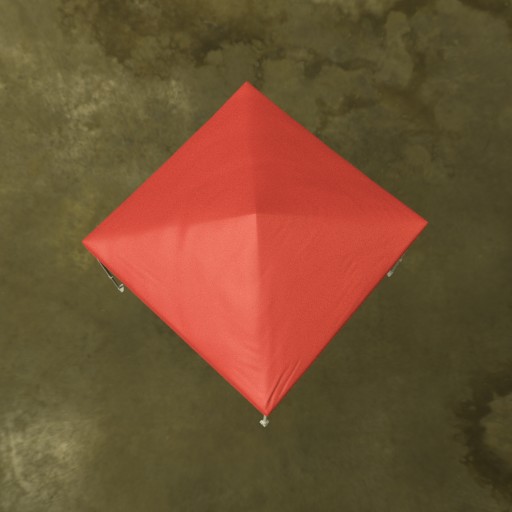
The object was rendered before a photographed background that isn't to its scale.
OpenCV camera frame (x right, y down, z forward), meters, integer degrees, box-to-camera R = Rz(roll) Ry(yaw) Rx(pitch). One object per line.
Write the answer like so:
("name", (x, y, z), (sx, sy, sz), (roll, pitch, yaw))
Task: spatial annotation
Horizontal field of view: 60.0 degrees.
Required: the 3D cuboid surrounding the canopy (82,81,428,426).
("canopy", (0.000, 0.000, 5.100), (2.848, 2.849, 2.849), (41, 79, 10))
